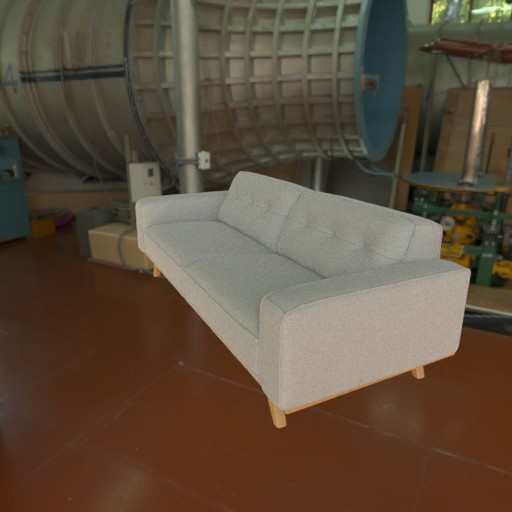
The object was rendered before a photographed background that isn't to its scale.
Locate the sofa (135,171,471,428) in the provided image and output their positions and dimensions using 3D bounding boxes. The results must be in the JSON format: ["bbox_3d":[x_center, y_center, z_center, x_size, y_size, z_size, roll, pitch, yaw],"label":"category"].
[{"bbox_3d":[0.000,0.000,2.674,0.956,0.781,2.270,-9,20,-25],"label":"sofa"}]
